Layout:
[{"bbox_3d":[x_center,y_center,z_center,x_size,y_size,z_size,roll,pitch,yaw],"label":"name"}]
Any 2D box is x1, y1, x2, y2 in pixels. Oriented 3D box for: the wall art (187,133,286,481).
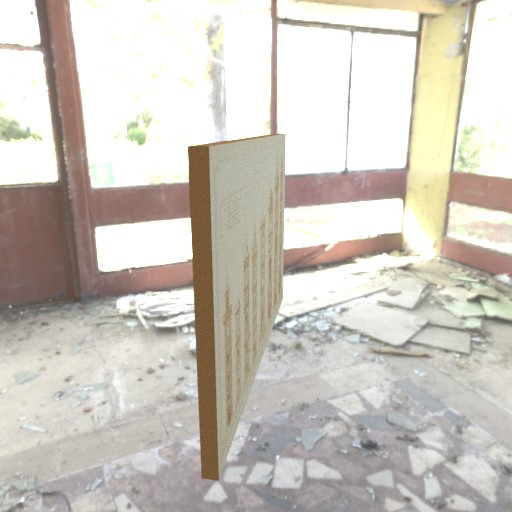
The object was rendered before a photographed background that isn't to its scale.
[{"bbox_3d":[0.000,0.000,1.176,0.033,0.608,0.915,3,17,10],"label":"wall art"}]
